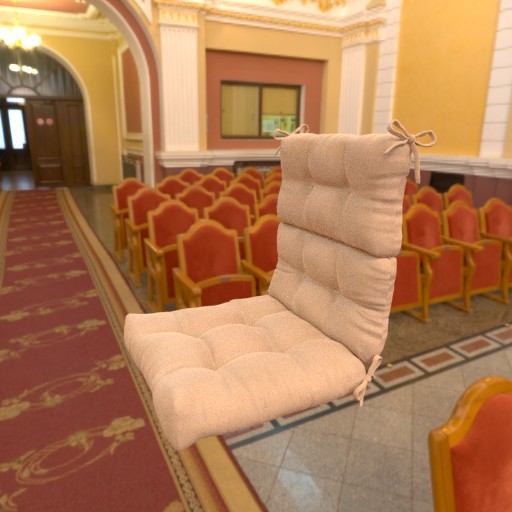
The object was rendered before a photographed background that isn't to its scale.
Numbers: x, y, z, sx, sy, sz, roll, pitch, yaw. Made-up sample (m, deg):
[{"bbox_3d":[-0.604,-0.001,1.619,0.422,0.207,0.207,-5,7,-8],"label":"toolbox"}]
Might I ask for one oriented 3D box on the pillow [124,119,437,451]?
[{"bbox_3d":[0.000,0.000,1.035,0.571,0.605,0.519,-7,17,-25],"label":"pillow"}]
